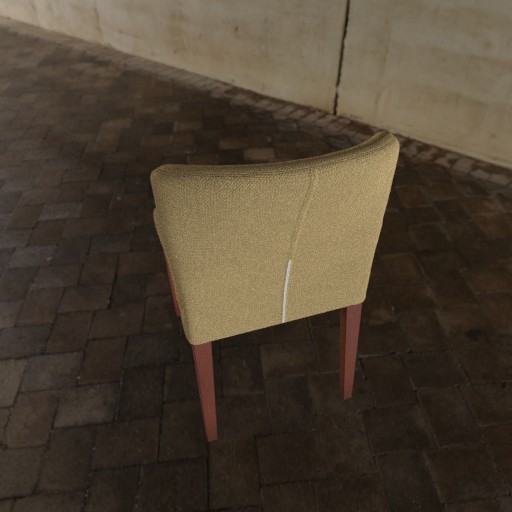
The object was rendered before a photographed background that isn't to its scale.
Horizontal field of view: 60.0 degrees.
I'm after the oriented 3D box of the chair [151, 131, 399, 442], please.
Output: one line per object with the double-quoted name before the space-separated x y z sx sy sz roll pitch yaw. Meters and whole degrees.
"chair" 0.000 0.000 1.184 0.491 0.839 0.589 -12 42 -14
